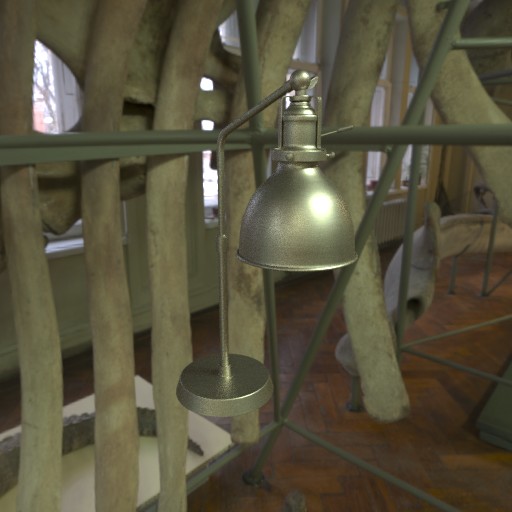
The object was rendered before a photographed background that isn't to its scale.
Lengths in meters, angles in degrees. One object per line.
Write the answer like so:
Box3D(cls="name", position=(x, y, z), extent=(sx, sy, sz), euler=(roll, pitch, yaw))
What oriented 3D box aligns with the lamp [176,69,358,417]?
Box3D(cls="lamp", position=(0.000, 0.000, 0.598), extent=(0.286, 0.456, 0.153), euler=(13, 20, 41))
